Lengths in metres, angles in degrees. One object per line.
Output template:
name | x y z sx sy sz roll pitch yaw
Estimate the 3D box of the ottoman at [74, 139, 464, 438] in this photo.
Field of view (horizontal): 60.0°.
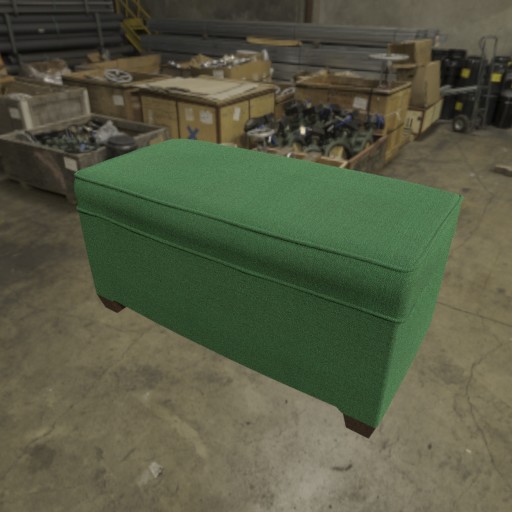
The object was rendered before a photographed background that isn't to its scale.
ottoman | 0.000 0.000 1.242 0.957 0.471 0.483 19 35 29
